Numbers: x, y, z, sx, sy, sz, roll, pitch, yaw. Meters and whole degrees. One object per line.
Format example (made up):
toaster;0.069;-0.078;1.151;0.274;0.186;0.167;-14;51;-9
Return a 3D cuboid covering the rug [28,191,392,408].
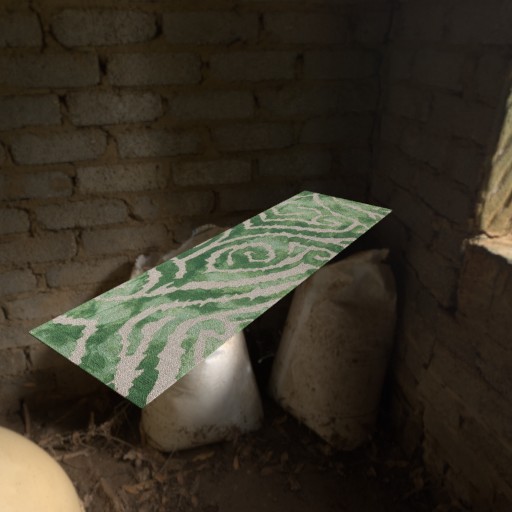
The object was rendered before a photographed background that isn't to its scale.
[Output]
rug;0.000;0.000;2.672;0.761;0.006;2.438;18;32;32
